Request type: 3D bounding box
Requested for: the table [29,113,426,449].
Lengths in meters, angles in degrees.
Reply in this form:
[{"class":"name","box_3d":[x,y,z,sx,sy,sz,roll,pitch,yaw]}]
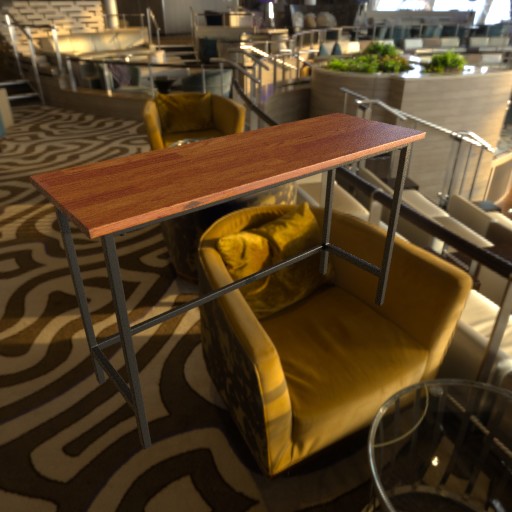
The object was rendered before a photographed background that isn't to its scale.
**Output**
[{"class":"table","box_3d":[0.000,0.000,1.538,1.204,0.740,0.408,-22,37,-33]}]
